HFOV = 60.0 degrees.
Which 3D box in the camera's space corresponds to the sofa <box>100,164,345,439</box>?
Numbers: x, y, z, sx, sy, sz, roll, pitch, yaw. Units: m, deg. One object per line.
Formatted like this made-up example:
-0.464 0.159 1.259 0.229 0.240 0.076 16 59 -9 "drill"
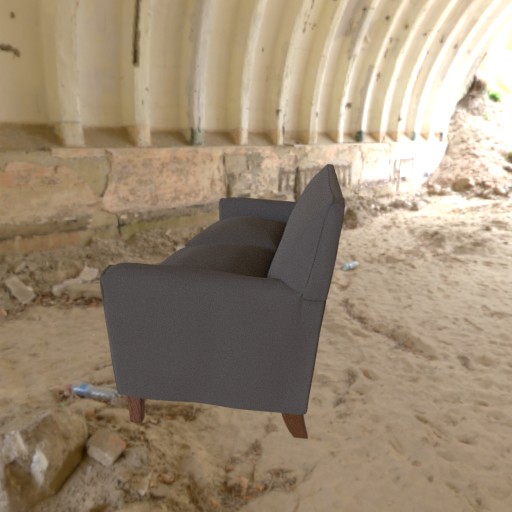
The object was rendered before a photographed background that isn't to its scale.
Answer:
0.000 0.000 2.432 0.843 0.907 2.002 2 15 8 "sofa"
